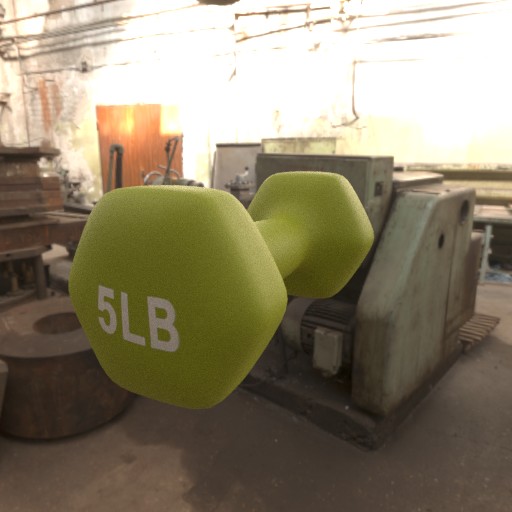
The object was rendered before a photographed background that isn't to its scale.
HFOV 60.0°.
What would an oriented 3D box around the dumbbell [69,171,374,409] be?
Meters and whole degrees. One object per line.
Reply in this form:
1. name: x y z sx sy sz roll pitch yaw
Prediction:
1. dumbbell: 0.000 0.000 0.205 0.080 0.072 0.164 7 15 27
